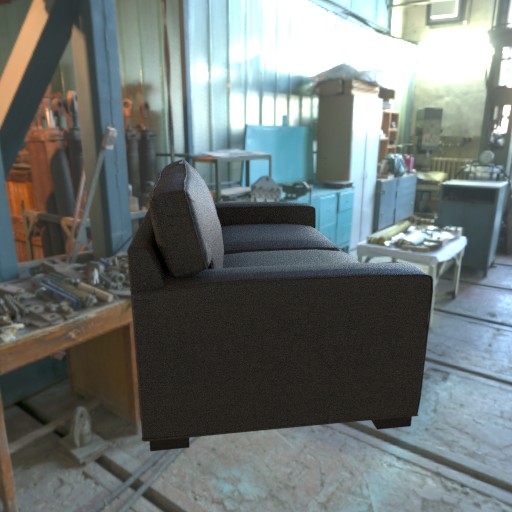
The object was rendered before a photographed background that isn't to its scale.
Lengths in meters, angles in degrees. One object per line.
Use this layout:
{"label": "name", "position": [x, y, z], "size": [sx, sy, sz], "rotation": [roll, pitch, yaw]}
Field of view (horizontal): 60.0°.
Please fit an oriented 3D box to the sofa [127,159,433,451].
{"label": "sofa", "position": [0.000, 0.000, 2.125], "size": [0.974, 0.887, 1.534], "rotation": [-2, 16, -8]}
